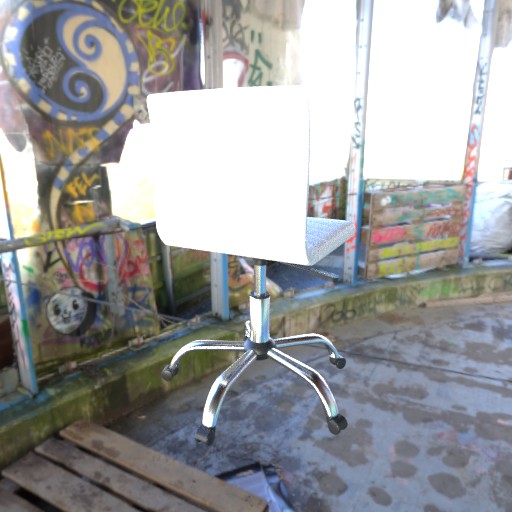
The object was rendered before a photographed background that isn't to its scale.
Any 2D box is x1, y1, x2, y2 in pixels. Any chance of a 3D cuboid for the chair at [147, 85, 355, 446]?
[{"bbox_3d":[0.000,0.000,1.136,0.556,0.780,0.530,8,17,28],"label":"chair"}]
